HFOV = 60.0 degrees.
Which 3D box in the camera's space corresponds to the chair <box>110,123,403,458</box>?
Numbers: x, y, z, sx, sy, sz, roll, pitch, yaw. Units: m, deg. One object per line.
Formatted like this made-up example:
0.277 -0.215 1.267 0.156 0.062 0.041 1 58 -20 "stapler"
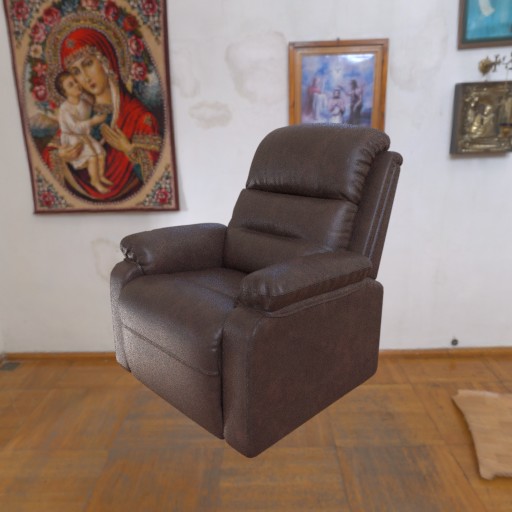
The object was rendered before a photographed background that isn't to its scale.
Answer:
0.000 0.000 1.702 0.919 0.992 0.855 -15 21 -43 "chair"
